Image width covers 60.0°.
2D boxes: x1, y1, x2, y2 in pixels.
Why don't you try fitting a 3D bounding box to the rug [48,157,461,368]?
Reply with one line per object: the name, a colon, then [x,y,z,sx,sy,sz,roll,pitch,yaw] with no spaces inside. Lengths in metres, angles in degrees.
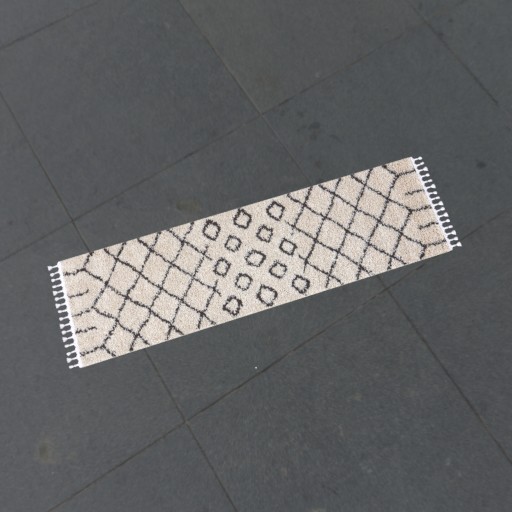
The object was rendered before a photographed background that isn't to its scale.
rug: [0.000,0.000,2.721,2.464,0.005,0.660,-17,76,-4]
